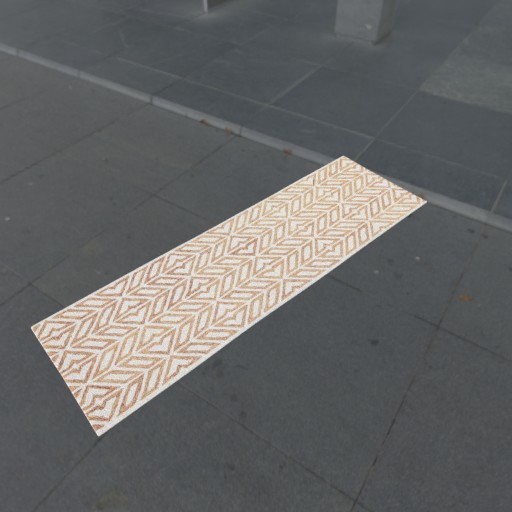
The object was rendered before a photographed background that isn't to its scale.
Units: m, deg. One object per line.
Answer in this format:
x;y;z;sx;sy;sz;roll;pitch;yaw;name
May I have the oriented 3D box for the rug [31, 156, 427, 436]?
0.000;0.000;2.651;2.435;0.009;0.750;-32;53;-27;rug
